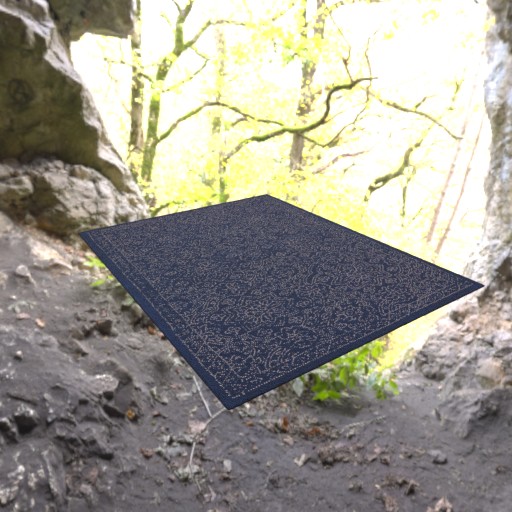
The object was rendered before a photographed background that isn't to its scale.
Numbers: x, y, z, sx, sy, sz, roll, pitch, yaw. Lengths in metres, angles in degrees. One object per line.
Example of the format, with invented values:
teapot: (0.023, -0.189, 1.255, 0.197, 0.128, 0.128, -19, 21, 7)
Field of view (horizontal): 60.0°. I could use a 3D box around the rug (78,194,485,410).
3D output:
rug: (0.000, 0.000, 4.115, 2.438, 0.010, 3.048, -16, 29, -31)
